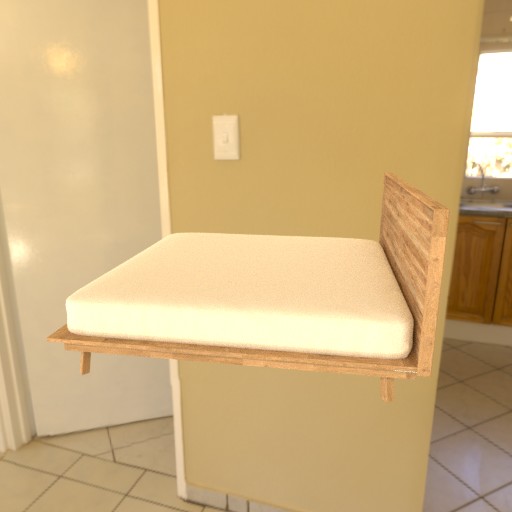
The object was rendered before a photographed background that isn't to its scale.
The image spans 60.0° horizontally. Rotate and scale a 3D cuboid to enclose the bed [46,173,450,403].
[{"bbox_3d":[0.000,0.000,3.347,2.167,1.100,2.116,3,15,9],"label":"bed"}]
